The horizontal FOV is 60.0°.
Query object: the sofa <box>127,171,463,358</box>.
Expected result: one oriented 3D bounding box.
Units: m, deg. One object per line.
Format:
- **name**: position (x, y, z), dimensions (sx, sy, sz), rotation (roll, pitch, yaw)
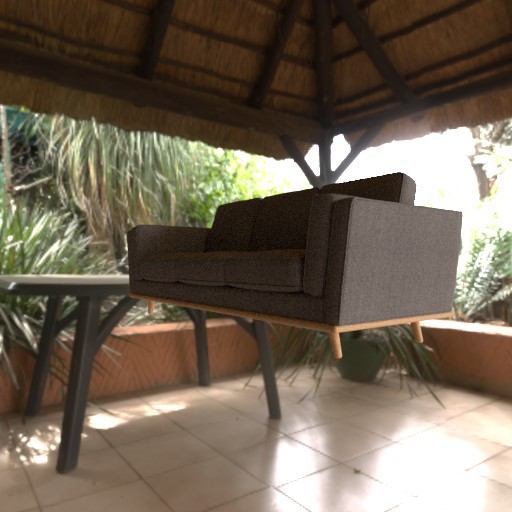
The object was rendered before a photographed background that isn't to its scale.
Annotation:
- **sofa**: position (0.000, 0.000, 2.886), dimensions (0.903, 0.899, 2.362), rotation (0, -1, -37)
